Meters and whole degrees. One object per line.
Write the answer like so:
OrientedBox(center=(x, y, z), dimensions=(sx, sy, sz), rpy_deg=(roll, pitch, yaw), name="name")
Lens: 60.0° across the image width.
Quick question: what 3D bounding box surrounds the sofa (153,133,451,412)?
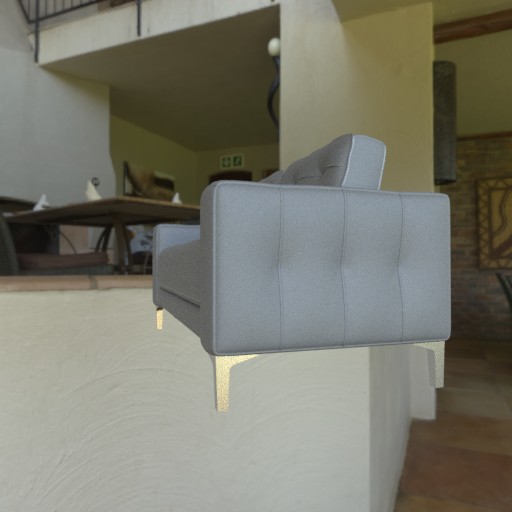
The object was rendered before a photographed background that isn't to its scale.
OrientedBox(center=(0.000, 0.000, 2.140), dimensions=(0.833, 0.893, 1.726), rpy_deg=(0, -1, -18), name="sofa")
